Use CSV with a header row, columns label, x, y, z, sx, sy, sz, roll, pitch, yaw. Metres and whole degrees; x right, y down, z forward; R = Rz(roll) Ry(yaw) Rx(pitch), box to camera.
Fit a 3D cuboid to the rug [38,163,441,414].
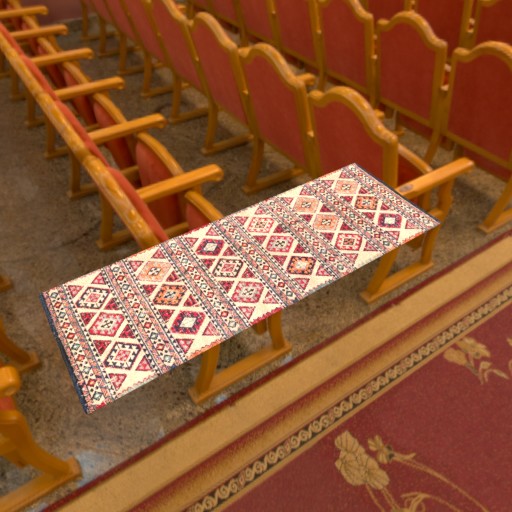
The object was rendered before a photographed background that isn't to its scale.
label,x,y,z,sx,sy,sz,roll,pitch,yaw
rug,0.000,0.000,2.672,2.362,0.008,0.832,-25,51,-23
